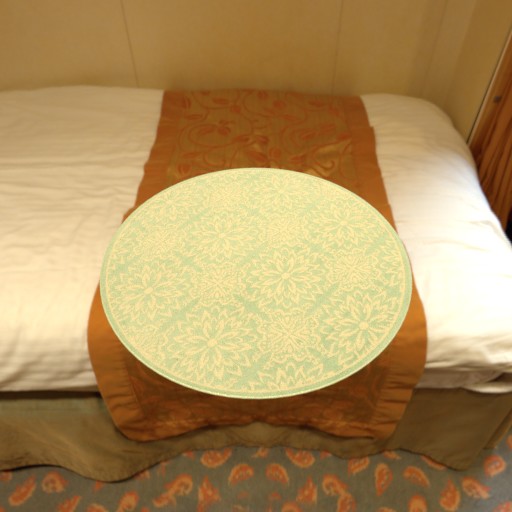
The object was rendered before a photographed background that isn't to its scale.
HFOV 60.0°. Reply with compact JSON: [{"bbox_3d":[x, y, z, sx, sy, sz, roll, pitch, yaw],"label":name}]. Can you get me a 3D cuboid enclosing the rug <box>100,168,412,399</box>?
[{"bbox_3d":[0.000,0.000,2.325,1.593,0.012,1.593,0,46,0],"label":"rug"}]
